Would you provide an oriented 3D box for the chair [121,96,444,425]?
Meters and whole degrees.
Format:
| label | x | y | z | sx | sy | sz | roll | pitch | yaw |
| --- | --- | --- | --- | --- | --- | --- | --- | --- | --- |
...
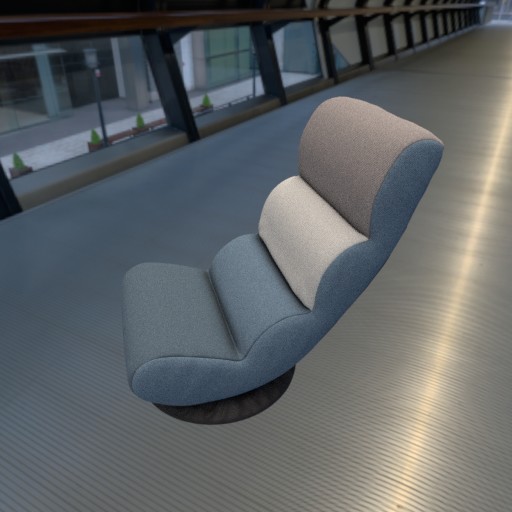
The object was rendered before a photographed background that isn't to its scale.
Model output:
| label | x | y | z | sx | sy | sz | roll | pitch | yaw |
| --- | --- | --- | --- | --- | --- | --- | --- | --- | --- |
| chair | 0.000 | 0.000 | 1.059 | 0.661 | 0.641 | 0.420 | -9 | 32 | -14 |
